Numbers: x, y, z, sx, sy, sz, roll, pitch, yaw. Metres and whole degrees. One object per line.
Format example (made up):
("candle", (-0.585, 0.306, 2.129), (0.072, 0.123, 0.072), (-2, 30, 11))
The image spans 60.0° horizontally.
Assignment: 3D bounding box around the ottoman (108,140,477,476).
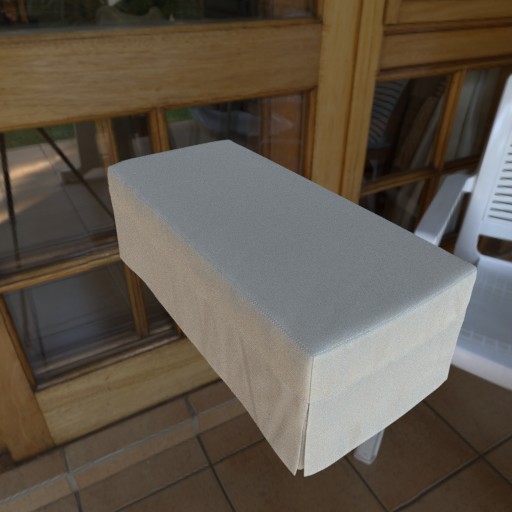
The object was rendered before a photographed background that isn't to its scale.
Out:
("ottoman", (0.000, 0.000, 1.667), (0.665, 0.457, 1.388), (-21, 38, -28))
